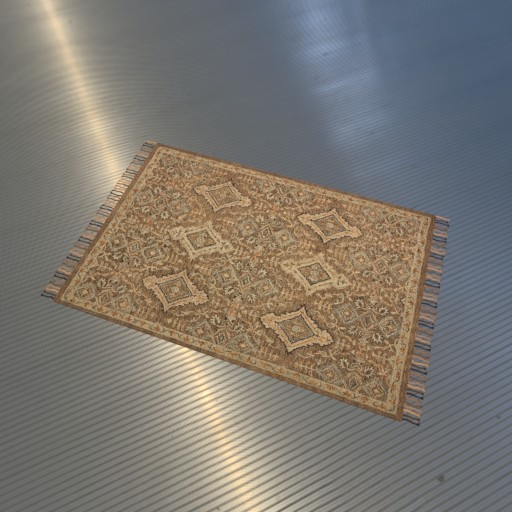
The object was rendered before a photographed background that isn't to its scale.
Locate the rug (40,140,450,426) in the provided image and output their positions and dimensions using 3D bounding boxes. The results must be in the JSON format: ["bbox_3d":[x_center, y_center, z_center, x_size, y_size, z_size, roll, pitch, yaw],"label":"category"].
[{"bbox_3d":[0.000,0.000,3.031,2.434,0.010,1.516,17,59,10],"label":"rug"}]
